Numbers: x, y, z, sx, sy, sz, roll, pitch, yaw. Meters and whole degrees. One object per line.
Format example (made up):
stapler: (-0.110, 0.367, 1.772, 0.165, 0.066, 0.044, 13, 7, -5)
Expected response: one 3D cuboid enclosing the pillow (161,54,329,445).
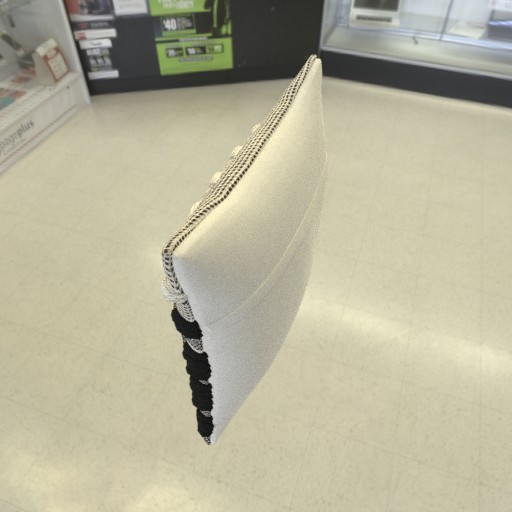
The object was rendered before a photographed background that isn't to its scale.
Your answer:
pillow: (0.000, 0.000, 0.666, 0.156, 0.438, 0.436, 17, 49, 15)
